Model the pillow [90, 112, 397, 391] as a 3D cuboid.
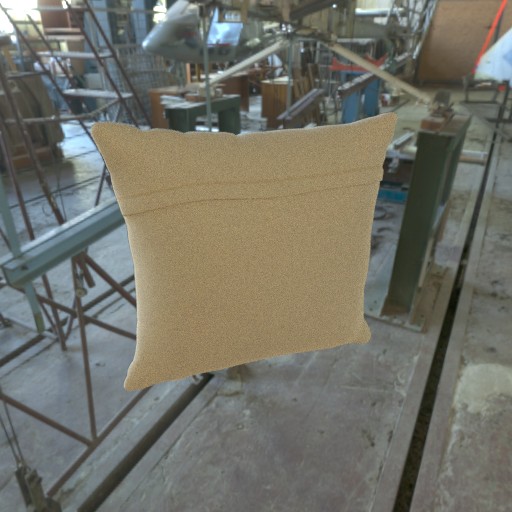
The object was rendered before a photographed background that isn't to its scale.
[{"bbox_3d":[0.000,0.000,0.817,0.536,0.506,0.229,-8,28,-15],"label":"pillow"}]
